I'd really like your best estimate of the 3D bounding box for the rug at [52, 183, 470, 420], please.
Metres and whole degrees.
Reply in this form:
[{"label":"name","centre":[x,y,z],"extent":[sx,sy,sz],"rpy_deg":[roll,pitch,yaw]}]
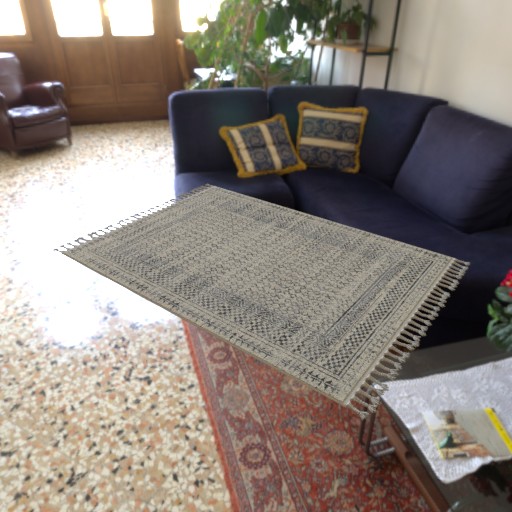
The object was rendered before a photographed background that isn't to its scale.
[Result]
[{"label":"rug","centre":[0.000,0.000,2.340],"extent":[1.872,0.013,1.243],"rpy_deg":[21,36,32]}]
